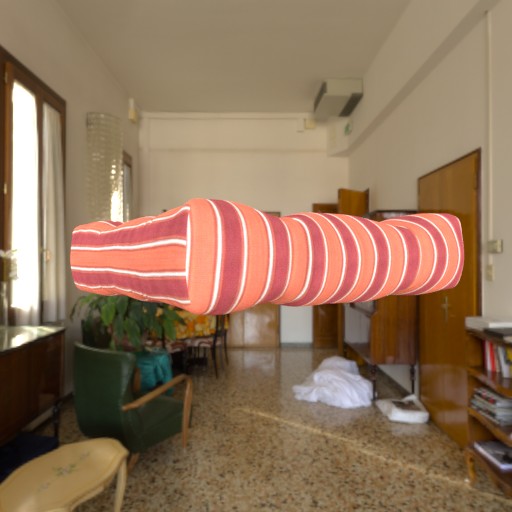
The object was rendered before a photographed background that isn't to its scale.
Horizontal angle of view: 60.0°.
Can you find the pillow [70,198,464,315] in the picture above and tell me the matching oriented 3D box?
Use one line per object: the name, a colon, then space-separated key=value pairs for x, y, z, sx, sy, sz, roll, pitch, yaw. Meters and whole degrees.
pillow: x=0.000 y=0.000 z=0.726 sx=0.490 sy=0.133 sz=0.468 roll=0 pitch=-1 yaw=-36
